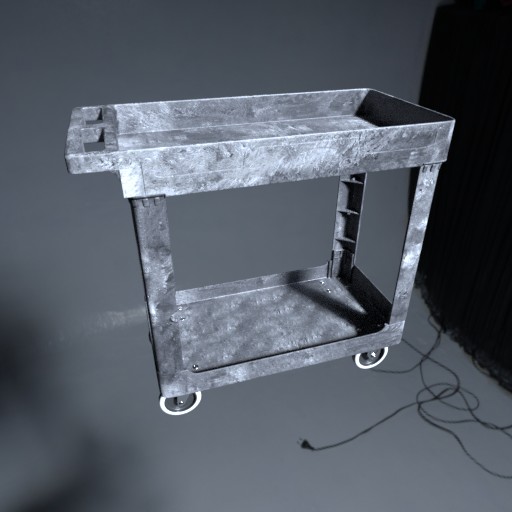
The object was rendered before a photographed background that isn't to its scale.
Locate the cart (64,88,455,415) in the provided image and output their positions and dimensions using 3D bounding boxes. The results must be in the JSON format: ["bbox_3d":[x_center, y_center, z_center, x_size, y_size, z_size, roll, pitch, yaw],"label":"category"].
[{"bbox_3d":[0.000,0.000,1.309,0.877,0.824,0.420,-9,32,-15],"label":"cart"}]
